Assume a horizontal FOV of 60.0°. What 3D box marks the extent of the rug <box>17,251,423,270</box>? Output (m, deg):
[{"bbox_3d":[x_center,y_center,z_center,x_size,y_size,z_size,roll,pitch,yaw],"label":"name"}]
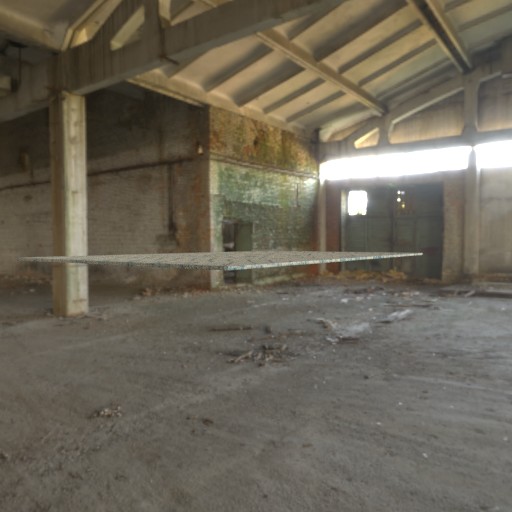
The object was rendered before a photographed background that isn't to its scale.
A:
[{"bbox_3d":[0.000,0.000,2.996,1.524,0.015,2.439,1,2,36],"label":"rug"}]
